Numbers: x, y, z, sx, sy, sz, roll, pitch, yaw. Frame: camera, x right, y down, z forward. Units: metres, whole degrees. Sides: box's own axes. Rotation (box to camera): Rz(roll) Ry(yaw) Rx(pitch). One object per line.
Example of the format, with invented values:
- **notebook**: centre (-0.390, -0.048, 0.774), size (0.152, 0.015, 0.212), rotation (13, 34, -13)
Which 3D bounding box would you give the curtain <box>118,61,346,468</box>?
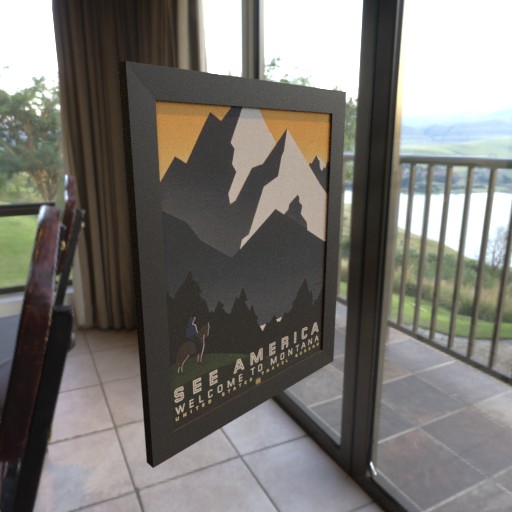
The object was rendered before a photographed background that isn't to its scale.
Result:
- **curtain**: centre (0.000, 0.000, 0.790), size (0.027, 0.585, 0.483), rotation (14, 20, 43)
